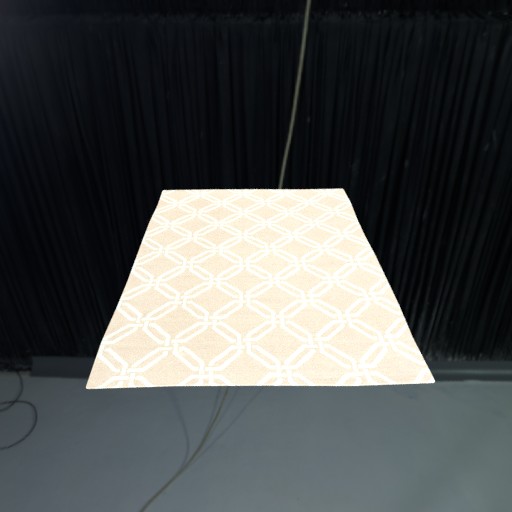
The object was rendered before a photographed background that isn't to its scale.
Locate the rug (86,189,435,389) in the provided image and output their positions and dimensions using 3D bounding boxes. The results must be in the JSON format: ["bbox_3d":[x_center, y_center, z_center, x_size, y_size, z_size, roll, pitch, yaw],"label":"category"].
[{"bbox_3d":[0.000,0.000,2.808,1.524,0.013,2.135,-1,32,-1],"label":"rug"}]
